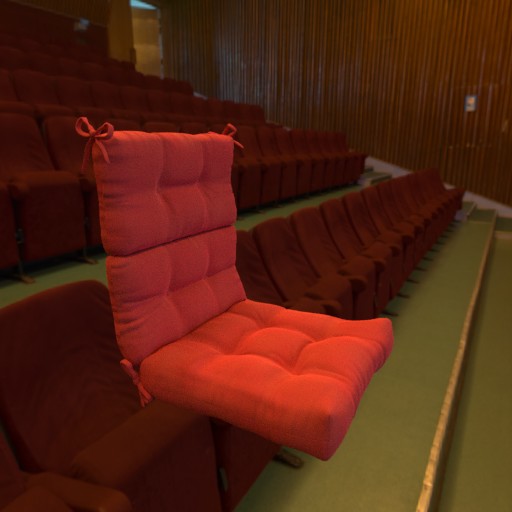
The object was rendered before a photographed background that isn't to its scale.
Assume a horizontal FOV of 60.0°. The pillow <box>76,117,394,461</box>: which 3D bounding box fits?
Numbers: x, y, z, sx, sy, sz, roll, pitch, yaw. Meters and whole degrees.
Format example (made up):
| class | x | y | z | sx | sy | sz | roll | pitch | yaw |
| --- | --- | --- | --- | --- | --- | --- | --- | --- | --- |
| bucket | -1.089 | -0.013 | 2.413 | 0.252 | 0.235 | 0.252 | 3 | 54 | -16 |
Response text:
| class | x | y | z | sx | sy | sz | roll | pitch | yaw |
| --- | --- | --- | --- | --- | --- | --- | --- | --- | --- |
| pillow | 0.000 | 0.000 | 1.017 | 0.571 | 0.605 | 0.519 | 8 | 16 | 28 |
